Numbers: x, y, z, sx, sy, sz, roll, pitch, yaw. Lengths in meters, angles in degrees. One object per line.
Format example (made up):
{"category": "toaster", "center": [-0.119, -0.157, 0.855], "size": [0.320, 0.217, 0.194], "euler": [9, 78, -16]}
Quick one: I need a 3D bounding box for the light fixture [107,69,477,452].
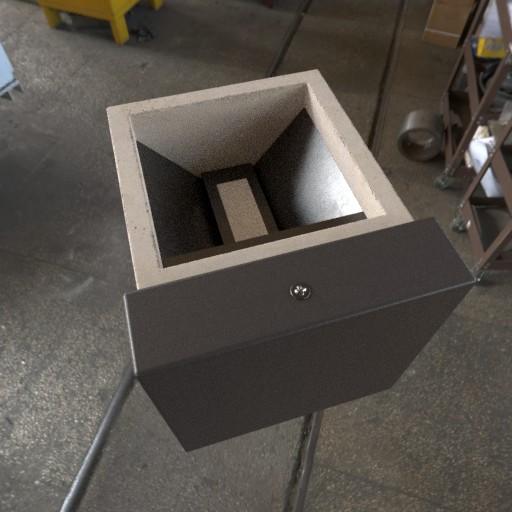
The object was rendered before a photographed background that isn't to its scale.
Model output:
{"category": "light fixture", "center": [0.000, 0.000, 0.233], "size": [0.121, 0.121, 0.143], "euler": [-14, 57, -9]}
